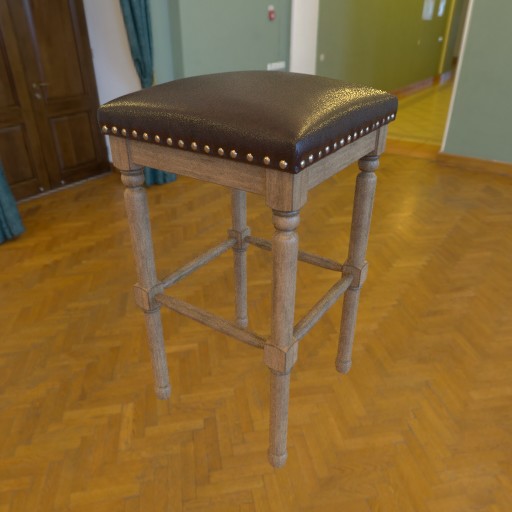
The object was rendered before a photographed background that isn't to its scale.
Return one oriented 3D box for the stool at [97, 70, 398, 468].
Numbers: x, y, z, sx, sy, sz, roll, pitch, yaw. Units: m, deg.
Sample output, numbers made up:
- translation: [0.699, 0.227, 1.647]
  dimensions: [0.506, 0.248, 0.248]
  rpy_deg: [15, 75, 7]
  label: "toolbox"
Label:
- translation: [0.000, 0.000, 0.912]
  dimensions: [0.383, 0.702, 0.382]
  rpy_deg: [18, 34, 29]
  label: "stool"
